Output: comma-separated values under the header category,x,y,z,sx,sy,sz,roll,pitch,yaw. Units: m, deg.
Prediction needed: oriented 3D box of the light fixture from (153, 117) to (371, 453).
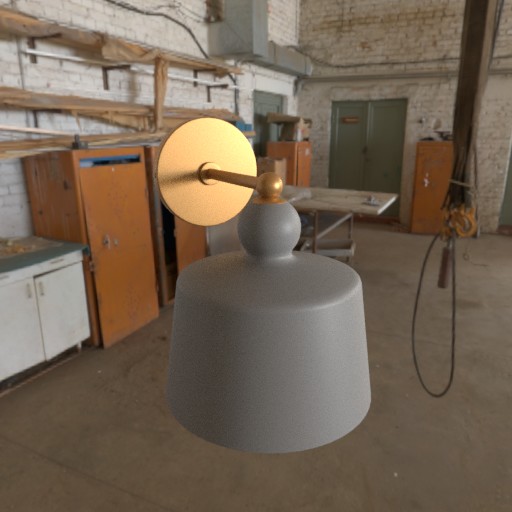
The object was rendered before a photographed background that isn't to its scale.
category,x,y,z,sx,sy,sz,roll,pitch,yaw
light fixture,0.000,0.000,0.438,0.204,0.268,0.254,-8,18,-27
